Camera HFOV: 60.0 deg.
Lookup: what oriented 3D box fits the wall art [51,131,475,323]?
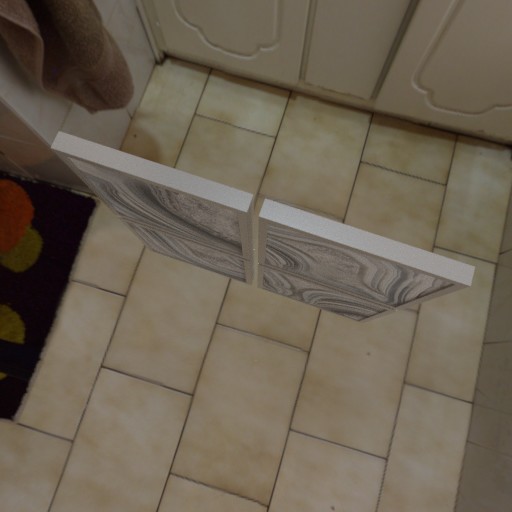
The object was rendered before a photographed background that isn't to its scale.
[{"bbox_3d":[0.000,0.000,0.910,0.611,0.611,0.029,19,77,4],"label":"wall art"}]
